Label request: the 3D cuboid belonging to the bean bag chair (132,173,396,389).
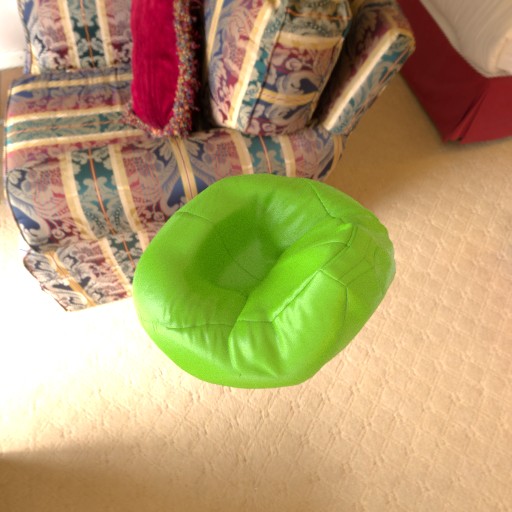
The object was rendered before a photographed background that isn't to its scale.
[{"bbox_3d":[0.000,0.000,1.905,1.070,0.990,1.070,35,68,17],"label":"bean bag chair"}]
